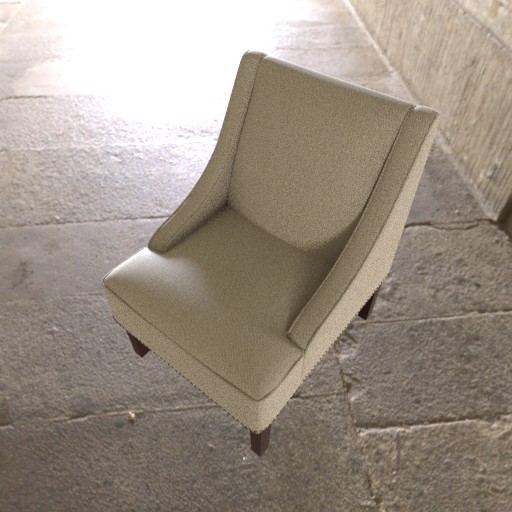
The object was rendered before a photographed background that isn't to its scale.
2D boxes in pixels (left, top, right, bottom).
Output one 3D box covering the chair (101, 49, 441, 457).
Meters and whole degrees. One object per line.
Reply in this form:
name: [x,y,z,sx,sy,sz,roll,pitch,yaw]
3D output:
chair: [0.000,0.000,1.359,0.628,0.872,0.748,31,54,25]
